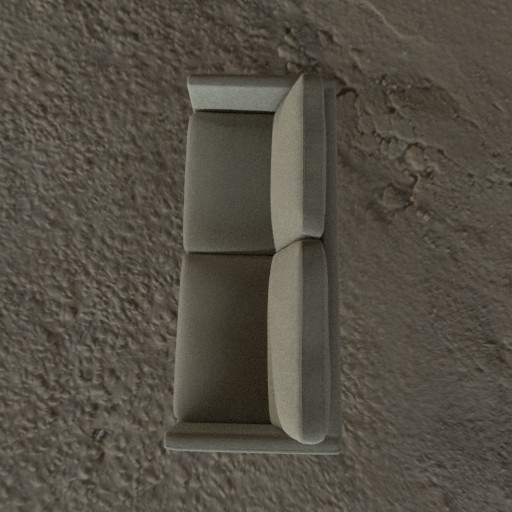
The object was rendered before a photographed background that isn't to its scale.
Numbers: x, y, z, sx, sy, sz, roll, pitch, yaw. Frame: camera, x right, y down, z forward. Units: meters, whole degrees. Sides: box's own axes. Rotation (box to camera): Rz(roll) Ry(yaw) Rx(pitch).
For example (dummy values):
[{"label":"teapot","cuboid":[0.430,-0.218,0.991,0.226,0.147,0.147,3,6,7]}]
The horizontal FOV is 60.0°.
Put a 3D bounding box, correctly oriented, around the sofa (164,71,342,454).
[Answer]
[{"label":"sofa","cuboid":[0.000,0.000,2.776,0.956,0.960,2.208,1,78,0]}]
